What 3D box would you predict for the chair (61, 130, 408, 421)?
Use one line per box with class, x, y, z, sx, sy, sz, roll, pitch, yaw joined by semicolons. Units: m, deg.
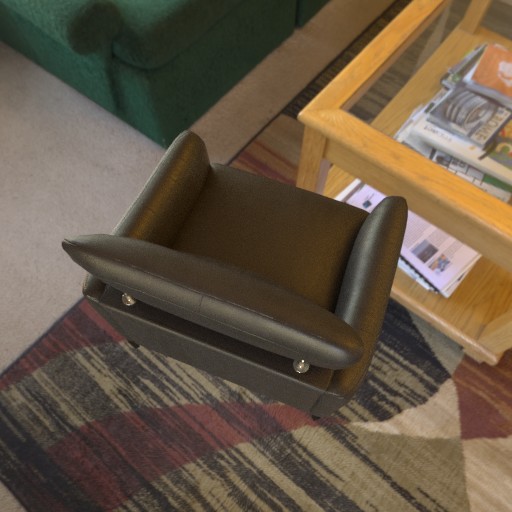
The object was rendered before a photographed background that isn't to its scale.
chair;0.000;0.000;1.622;0.976;0.949;0.809;19;66;9
